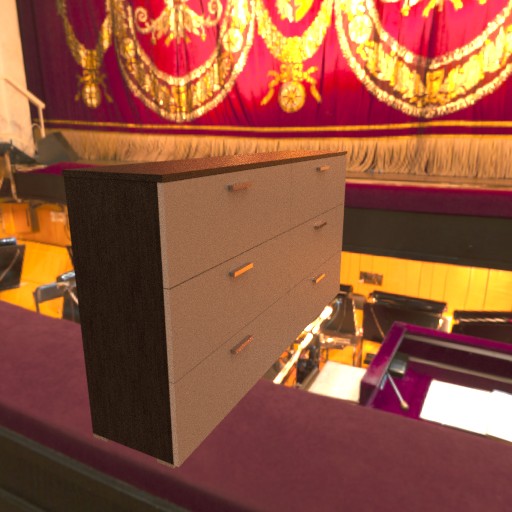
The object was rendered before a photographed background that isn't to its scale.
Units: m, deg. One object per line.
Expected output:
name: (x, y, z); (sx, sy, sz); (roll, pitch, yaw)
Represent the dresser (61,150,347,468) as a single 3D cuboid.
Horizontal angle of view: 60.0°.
dresser: (0.000, 0.000, 1.815); (0.333, 0.790, 1.535); (8, 17, 25)
